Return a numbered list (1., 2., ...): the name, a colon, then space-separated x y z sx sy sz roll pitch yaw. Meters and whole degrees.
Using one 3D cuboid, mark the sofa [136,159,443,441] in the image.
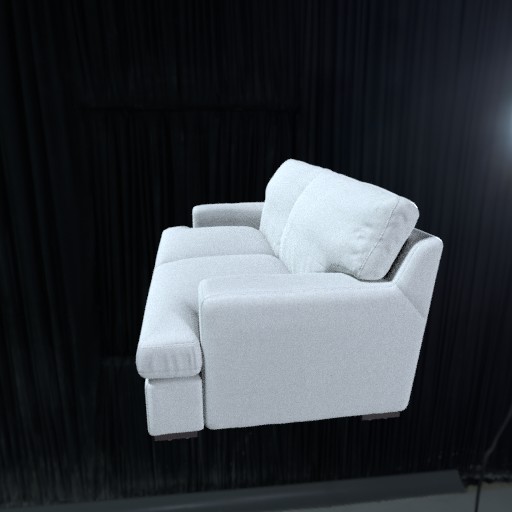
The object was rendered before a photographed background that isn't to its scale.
1. sofa: 0.000 0.000 2.477 1.143 0.940 1.880 -2 17 -8
